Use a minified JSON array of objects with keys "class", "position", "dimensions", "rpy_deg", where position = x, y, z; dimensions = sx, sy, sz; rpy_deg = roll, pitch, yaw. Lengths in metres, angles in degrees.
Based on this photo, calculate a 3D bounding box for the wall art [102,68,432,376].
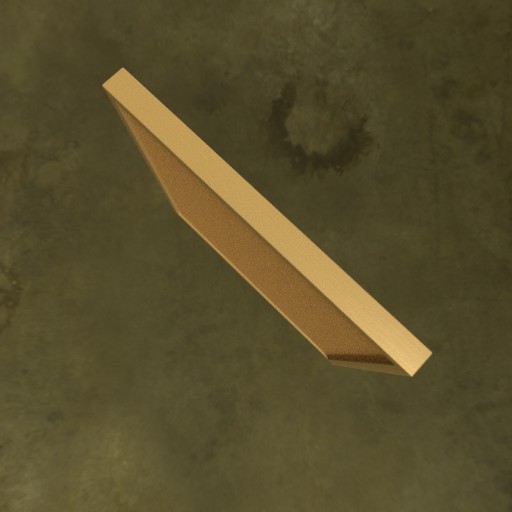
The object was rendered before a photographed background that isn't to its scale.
[{"class":"wall art","position":[0.000,0.000,0.771],"dimensions":[0.509,0.509,0.036],"rpy_deg":[44,81,9]}]
